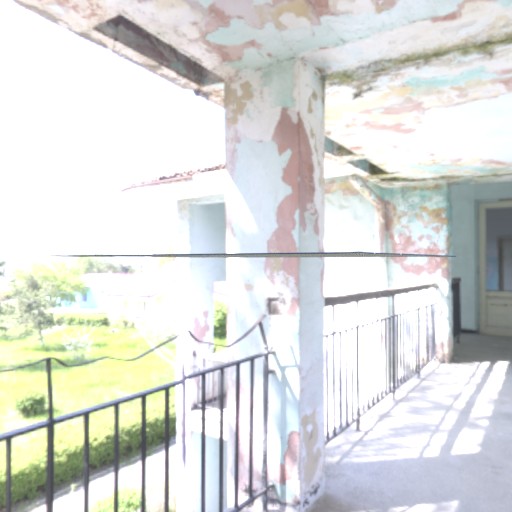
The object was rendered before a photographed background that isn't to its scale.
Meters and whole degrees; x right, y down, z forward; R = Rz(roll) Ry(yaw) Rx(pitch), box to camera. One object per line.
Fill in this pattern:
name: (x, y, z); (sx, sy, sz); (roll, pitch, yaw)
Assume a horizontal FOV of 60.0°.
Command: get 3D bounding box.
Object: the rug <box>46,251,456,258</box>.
rug: (0.000, 0.000, 3.923); (2.867, 0.020, 2.277); (0, -1, 35)
